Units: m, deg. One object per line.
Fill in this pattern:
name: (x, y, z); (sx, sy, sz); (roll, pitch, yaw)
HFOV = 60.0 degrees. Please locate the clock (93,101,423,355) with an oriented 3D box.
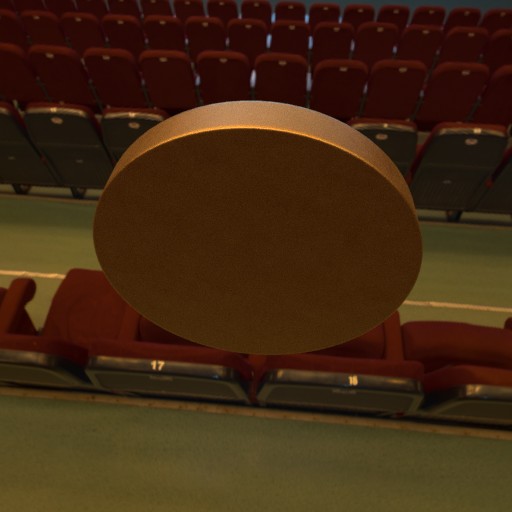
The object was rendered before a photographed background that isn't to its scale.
clock: (0.000, 0.000, 0.447); (0.314, 0.314, 0.040); (3, 47, 3)
